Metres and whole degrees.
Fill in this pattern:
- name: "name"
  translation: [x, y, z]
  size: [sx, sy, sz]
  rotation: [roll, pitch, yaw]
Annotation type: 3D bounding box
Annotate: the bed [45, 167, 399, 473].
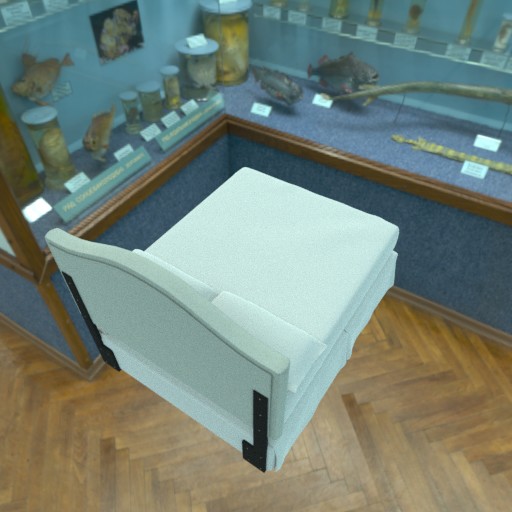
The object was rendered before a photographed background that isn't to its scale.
- name: "bed"
  translation: [0.000, 0.000, 3.463]
  size: [1.813, 1.607, 2.180]
  rotation: [26, 51, 22]
